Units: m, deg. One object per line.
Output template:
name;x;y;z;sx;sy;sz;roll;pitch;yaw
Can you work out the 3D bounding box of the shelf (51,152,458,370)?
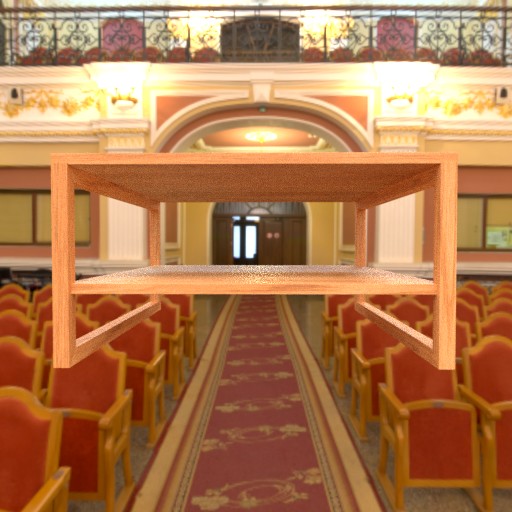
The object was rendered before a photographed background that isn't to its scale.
shelf;0.000;0.000;1.432;0.899;0.480;0.899;0;2;1
